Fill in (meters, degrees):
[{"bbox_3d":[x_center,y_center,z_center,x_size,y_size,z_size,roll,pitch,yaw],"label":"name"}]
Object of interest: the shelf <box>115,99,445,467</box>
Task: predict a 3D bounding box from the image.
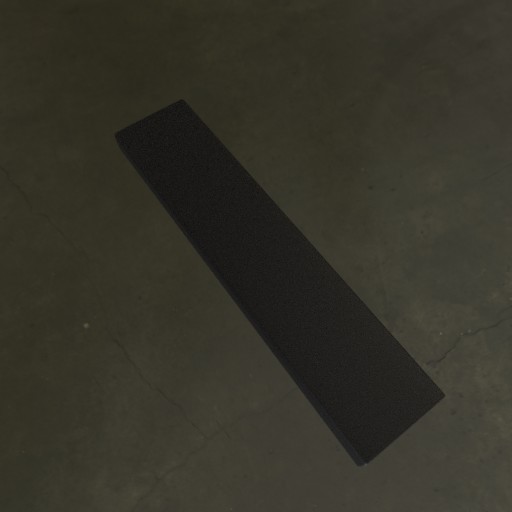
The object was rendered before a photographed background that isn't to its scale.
[{"bbox_3d":[0.000,0.000,0.497,0.102,0.053,0.456,-33,68,-15],"label":"shelf"}]
